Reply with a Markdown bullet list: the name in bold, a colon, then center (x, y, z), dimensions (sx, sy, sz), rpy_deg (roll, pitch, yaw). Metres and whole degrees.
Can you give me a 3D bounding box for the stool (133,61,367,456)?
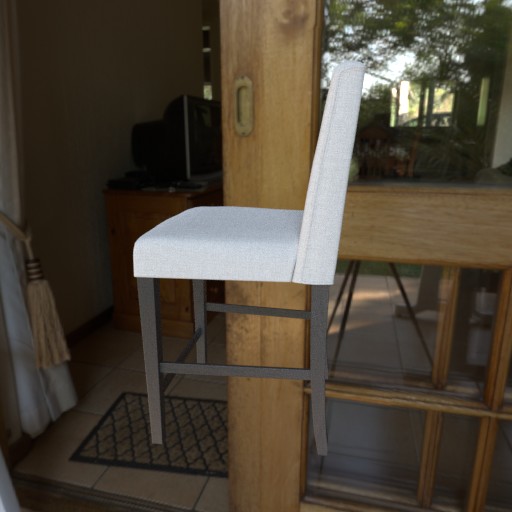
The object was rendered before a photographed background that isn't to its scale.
- **stool**: center (0.000, 0.000, 1.227), dimensions (0.509, 0.939, 0.474), rpy_deg (2, 15, 9)
